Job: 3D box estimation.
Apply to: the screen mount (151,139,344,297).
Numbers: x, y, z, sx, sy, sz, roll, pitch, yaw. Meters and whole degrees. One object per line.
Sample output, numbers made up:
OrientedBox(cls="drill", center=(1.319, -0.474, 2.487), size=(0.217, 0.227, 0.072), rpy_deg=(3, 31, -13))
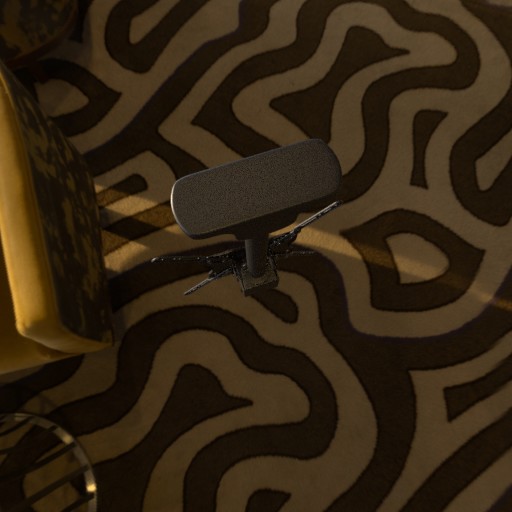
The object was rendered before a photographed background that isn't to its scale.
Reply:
OrientedBox(cls="screen mount", center=(0.000, 0.000, 0.890), size=(0.393, 0.729, 0.090), rpy_deg=(-18, 77, -4))
